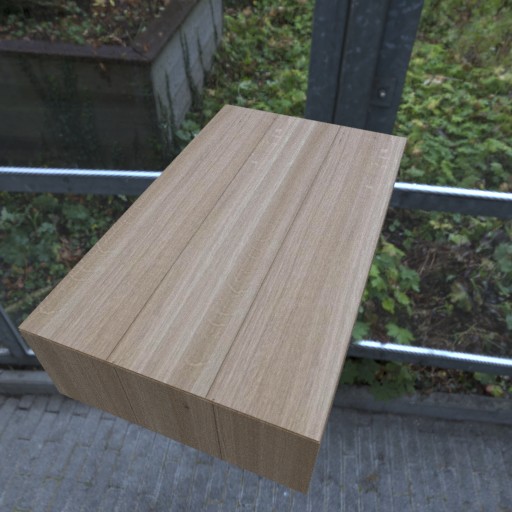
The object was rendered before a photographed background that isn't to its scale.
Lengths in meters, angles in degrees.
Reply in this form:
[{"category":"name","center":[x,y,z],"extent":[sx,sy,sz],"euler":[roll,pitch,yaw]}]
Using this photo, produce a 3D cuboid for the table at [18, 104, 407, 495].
[{"category":"table","center":[0.000,0.000,1.364],"extent":[0.678,0.353,1.110],"euler":[16,47,15]}]
